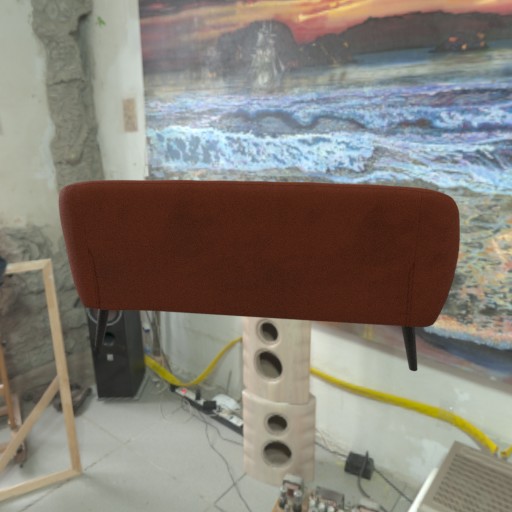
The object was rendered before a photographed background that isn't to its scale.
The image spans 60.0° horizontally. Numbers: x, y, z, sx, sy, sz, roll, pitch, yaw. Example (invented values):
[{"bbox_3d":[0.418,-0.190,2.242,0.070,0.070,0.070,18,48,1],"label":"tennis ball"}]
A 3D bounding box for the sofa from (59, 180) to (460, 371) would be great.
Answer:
[{"bbox_3d":[0.000,0.000,2.226,1.840,0.836,0.820,2,17,8],"label":"sofa"}]
